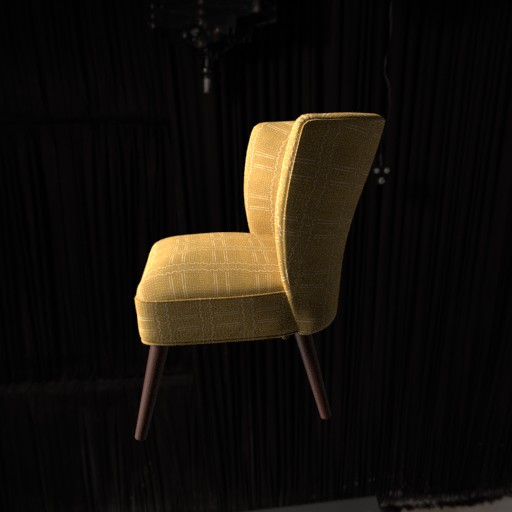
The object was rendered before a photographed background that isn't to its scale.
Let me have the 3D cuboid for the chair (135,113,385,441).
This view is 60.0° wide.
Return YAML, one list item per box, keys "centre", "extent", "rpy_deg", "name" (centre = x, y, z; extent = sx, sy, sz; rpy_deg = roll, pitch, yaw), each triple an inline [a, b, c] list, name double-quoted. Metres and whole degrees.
- centre: [0.000, 0.000, 1.430]
  extent: [0.758, 0.866, 0.706]
  rpy_deg: [-2, 15, -9]
  name: "chair"
